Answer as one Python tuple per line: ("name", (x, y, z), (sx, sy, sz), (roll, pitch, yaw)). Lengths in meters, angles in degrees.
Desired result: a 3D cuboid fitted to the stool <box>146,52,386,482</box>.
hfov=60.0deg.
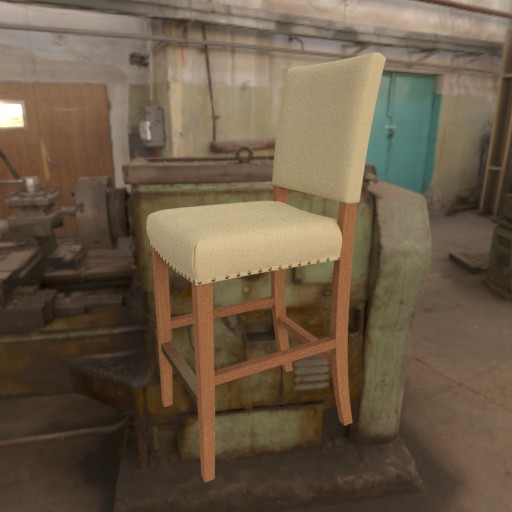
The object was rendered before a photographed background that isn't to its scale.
("stool", (0.000, 0.000, 1.410), (0.584, 1.168, 0.445), (-9, 19, -27))
